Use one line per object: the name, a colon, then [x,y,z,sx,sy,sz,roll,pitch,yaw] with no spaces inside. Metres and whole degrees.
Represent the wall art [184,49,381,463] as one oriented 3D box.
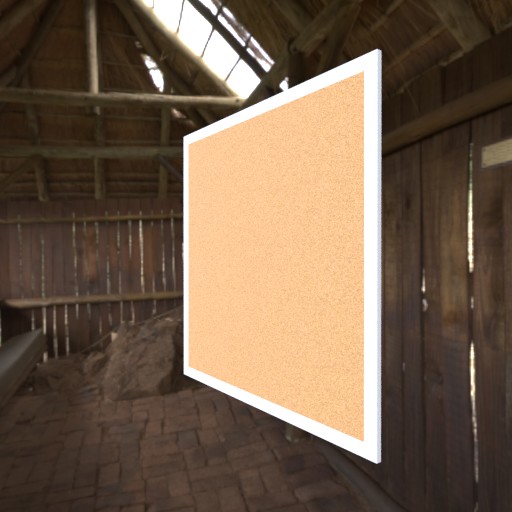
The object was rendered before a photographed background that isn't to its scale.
wall art: [0.000,0.000,0.823,0.009,0.559,0.558,0,0,-37]
